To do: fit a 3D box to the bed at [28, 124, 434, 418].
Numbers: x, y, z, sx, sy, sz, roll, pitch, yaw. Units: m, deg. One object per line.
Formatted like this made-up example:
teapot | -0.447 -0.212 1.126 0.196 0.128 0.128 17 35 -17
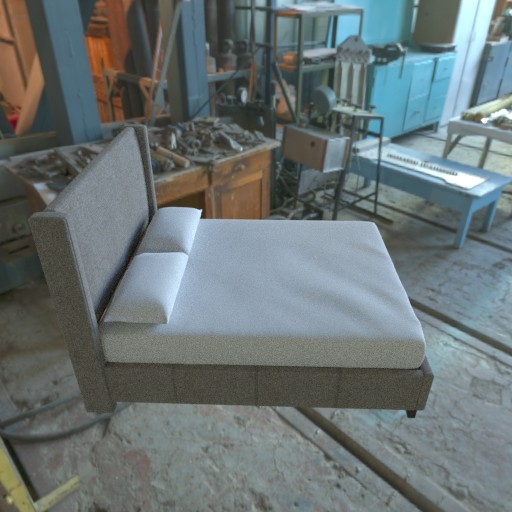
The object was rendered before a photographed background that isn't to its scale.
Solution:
bed | 0.000 0.000 3.292 2.245 1.481 1.714 1 32 1
